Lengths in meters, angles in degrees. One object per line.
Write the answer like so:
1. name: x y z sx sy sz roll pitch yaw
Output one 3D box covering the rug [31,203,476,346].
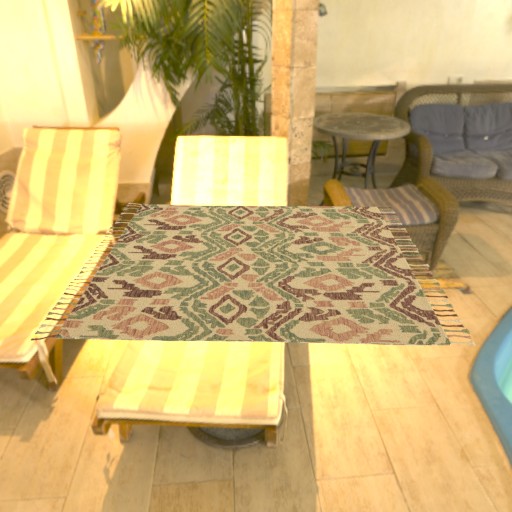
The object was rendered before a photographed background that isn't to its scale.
1. rug: 0.000 0.000 4.048 3.048 0.010 2.438 1 29 1
